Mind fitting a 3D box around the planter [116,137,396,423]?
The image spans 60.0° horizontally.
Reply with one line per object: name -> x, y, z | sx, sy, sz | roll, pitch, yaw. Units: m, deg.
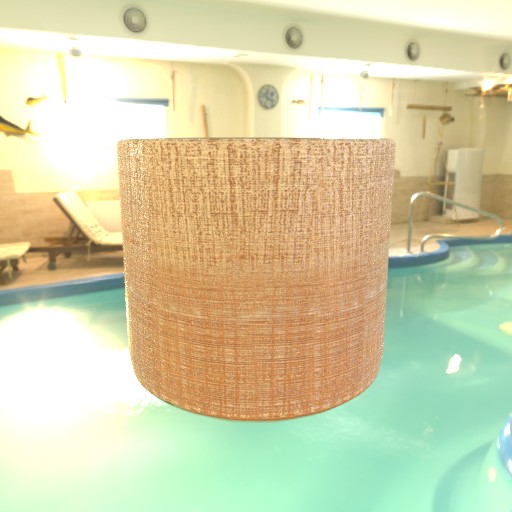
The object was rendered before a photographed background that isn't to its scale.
planter -> 0.000, 0.000, 0.188 | 0.109, 0.096, 0.109 | 0, 14, 0
